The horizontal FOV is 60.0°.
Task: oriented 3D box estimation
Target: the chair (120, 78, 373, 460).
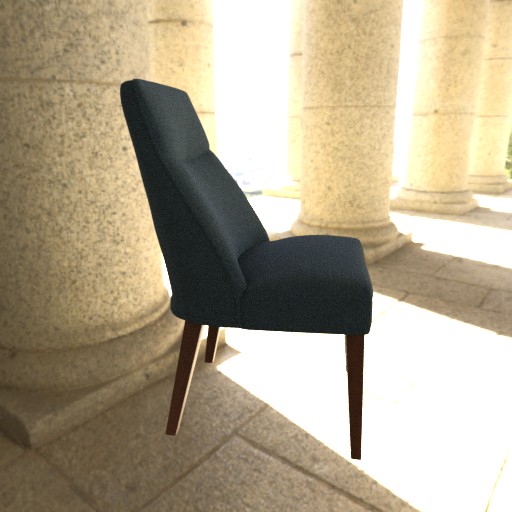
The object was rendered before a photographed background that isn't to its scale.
[{"bbox_3d":[0.000,0.000,1.261,0.620,0.930,0.500,3,16,9],"label":"chair"}]
